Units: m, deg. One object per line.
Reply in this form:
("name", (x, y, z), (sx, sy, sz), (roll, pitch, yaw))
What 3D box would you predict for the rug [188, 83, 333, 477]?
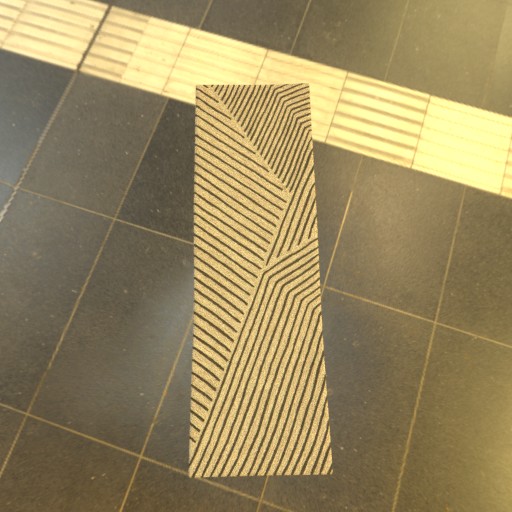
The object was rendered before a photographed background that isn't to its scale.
("rug", (0.000, 0.000, 2.694), (0.773, 0.020, 2.439), (-1, 74, 0))
